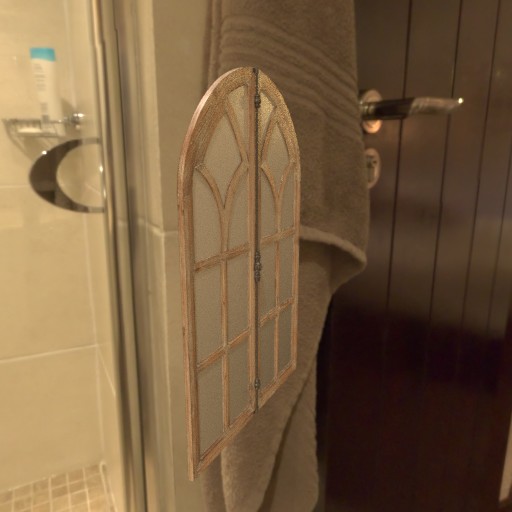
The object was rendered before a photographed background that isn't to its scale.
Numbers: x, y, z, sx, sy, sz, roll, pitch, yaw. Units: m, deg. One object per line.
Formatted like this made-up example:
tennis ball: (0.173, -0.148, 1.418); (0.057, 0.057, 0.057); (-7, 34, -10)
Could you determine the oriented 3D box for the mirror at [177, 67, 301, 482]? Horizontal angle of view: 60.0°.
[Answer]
mirror: (0.000, 0.000, 1.155); (0.032, 0.915, 0.609); (7, 15, 26)
